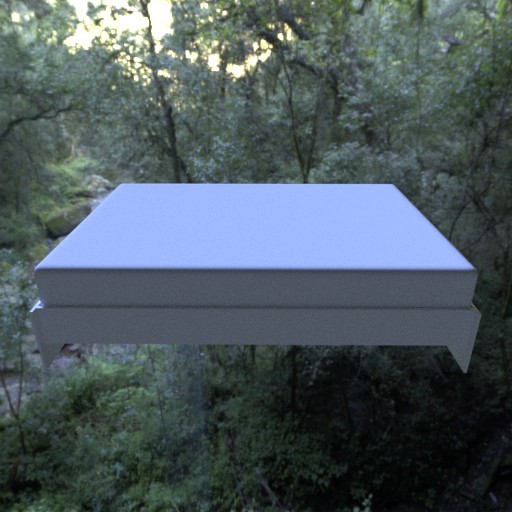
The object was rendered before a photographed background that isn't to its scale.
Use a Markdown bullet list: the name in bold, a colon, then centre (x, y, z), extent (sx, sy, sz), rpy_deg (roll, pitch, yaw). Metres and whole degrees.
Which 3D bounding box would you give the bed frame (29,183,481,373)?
- **bed frame**: centre (0.000, 0.000, 2.589), extent (1.945, 0.497, 1.445), rpy_deg (0, 25, 0)
